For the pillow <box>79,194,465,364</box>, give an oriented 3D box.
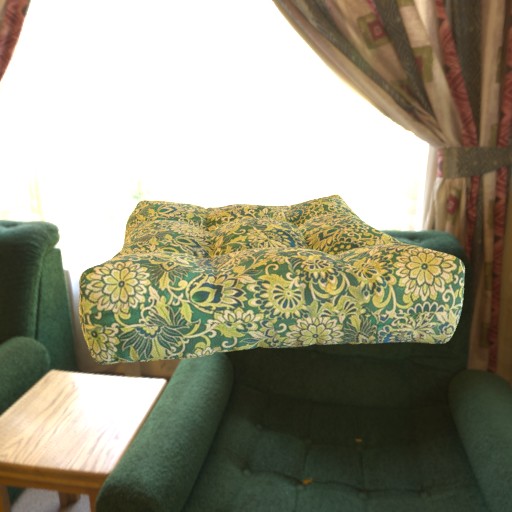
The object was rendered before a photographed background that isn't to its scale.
[{"bbox_3d":[0.000,0.000,0.734,0.468,0.128,0.490,-2,17,-7],"label":"pillow"}]
